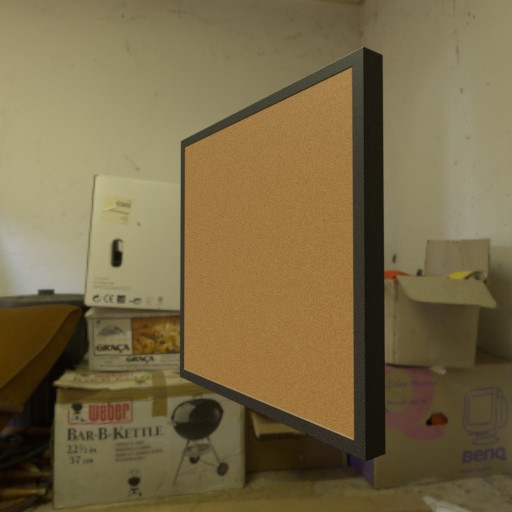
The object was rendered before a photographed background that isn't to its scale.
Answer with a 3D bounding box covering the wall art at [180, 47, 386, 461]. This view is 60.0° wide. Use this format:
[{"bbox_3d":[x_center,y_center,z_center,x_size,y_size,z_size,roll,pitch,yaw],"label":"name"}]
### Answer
[{"bbox_3d":[0.000,0.000,0.756,0.037,0.506,0.506,1,-2,-36],"label":"wall art"}]
